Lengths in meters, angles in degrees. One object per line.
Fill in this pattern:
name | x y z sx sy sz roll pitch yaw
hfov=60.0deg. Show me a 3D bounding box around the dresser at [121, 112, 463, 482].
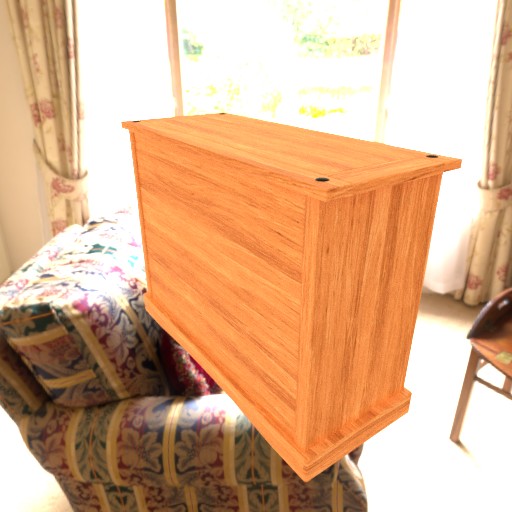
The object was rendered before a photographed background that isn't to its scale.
dresser | 0.000 0.000 1.384 0.410 0.740 0.990 -17 30 -32
